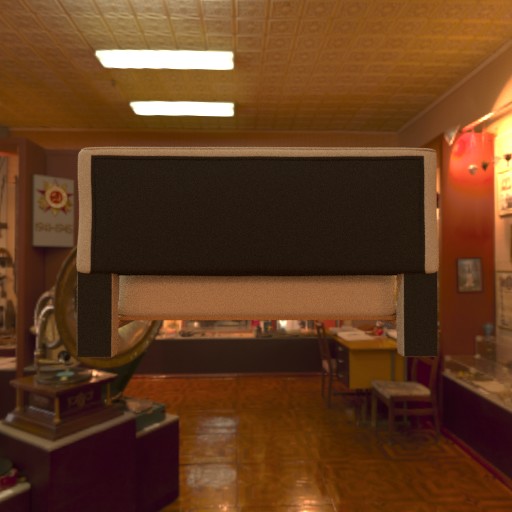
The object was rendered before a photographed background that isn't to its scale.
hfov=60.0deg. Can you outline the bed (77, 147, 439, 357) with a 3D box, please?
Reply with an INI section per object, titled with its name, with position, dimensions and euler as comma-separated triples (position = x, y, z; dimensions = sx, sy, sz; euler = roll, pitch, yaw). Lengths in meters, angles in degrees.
[bed]
position = 0.000, 0.000, 3.348
dimensions = 1.840, 1.067, 2.368
euler = 0, -1, -1
